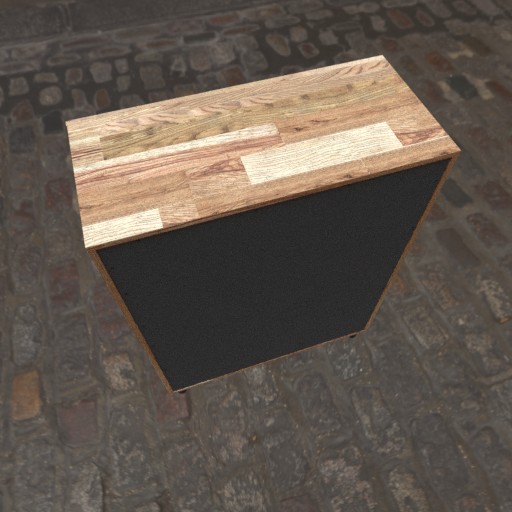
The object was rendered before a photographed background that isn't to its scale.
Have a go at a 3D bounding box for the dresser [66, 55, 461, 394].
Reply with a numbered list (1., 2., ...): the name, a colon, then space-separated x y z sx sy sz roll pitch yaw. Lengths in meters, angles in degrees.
1. dresser: 0.000 0.000 1.715 0.966 1.243 0.480 -16 58 -10
